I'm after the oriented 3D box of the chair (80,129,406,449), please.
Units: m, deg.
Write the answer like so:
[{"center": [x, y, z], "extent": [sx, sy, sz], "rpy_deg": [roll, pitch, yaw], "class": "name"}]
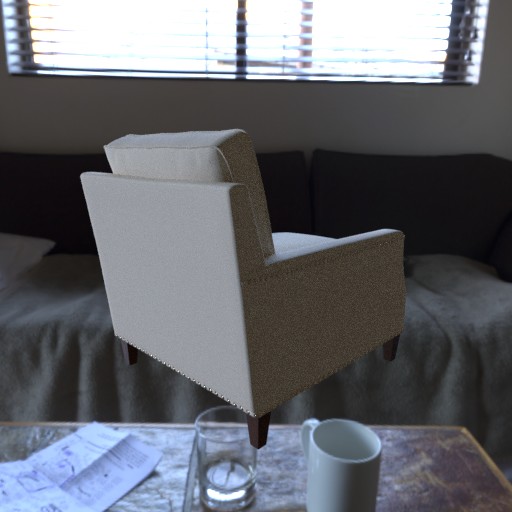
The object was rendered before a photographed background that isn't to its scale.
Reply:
[{"center": [0.000, 0.000, 1.780], "extent": [0.853, 0.943, 1.014], "rpy_deg": [13, 19, 43], "class": "chair"}]
